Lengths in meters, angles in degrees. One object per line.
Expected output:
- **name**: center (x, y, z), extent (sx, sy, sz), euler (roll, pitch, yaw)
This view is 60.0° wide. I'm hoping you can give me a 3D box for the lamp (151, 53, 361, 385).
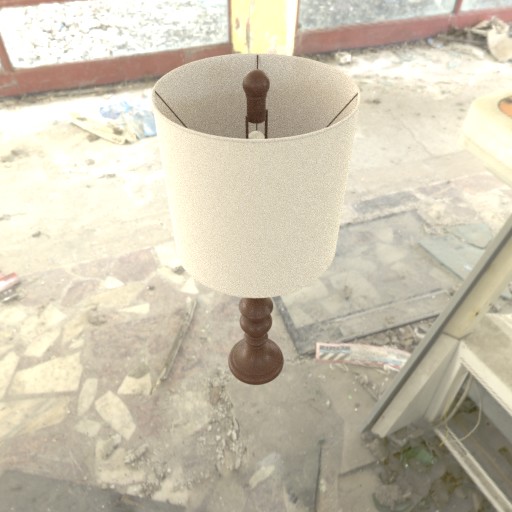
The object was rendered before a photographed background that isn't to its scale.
- **lamp**: center (0.000, 0.000, 0.724), extent (0.250, 0.597, 0.250), euler (1, 43, 1)
